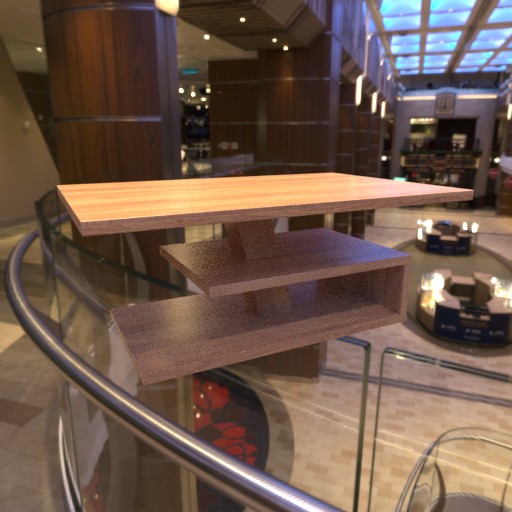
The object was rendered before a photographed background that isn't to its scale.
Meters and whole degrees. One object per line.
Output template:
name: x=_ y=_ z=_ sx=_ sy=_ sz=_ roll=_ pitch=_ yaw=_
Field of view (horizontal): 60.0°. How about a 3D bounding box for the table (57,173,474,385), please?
table: x=0.000 y=0.000 z=1.439 sx=1.100 sy=0.442 sz=0.700 roll=-8 pitch=17 yaw=-26
